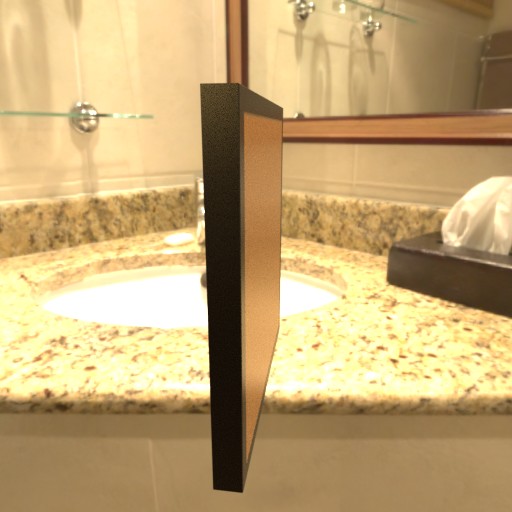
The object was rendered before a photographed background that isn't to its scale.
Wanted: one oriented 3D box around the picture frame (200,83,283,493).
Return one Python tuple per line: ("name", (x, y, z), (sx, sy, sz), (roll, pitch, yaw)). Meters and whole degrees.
("picture frame", (0.000, 0.000, 0.531), (0.029, 0.353, 0.355), (2, 16, 8))
